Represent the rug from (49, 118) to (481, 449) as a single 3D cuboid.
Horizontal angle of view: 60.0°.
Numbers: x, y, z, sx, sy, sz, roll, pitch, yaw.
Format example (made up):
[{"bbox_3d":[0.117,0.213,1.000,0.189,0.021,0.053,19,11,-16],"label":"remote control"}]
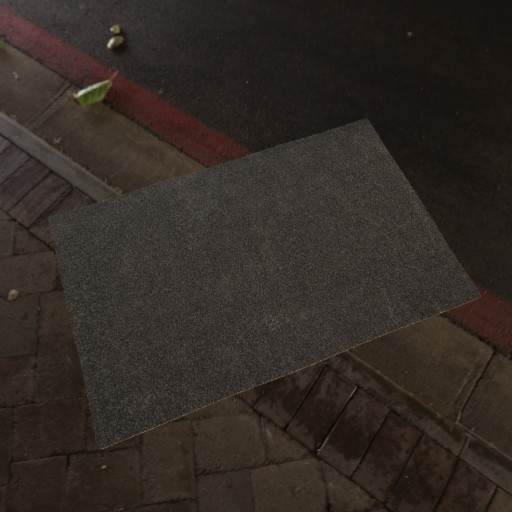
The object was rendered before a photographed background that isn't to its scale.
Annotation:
[{"bbox_3d":[0.000,0.000,2.798,2.350,0.025,1.502,-19,66,-9],"label":"rug"}]
